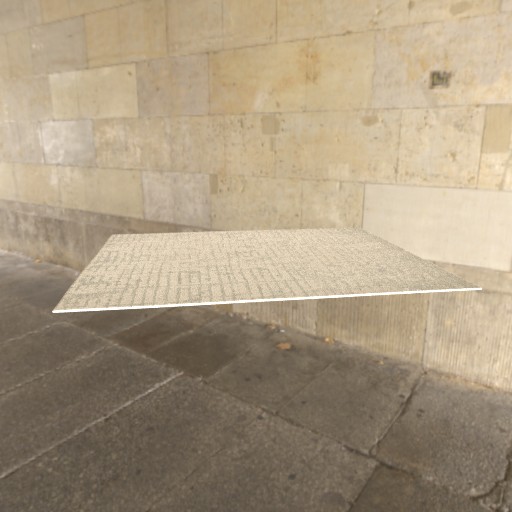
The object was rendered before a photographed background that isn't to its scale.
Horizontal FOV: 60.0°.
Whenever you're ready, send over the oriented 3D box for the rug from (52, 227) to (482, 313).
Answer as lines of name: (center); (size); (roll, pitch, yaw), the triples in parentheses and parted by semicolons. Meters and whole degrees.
rug: (0.000, 0.000, 4.258); (3.061, 0.014, 2.447); (-2, 15, -8)
